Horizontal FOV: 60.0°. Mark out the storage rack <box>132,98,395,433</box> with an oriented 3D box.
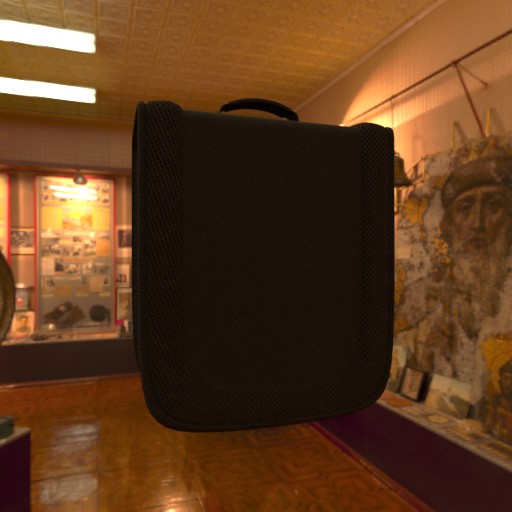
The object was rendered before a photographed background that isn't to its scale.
[{"bbox_3d":[0.000,0.000,0.559,0.297,0.387,0.168,0,-1,-18],"label":"storage rack"}]
